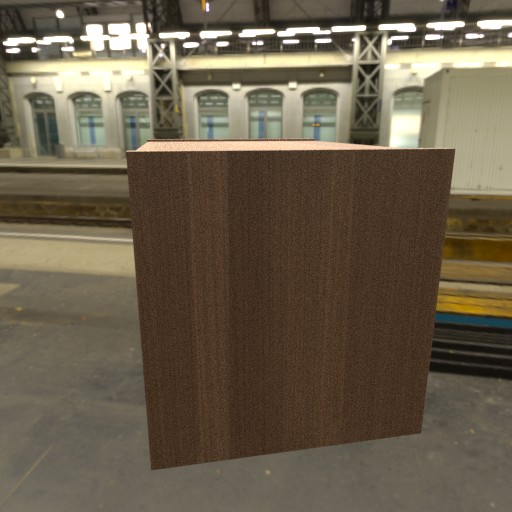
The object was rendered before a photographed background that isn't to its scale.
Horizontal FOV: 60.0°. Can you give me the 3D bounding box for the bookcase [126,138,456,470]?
[{"bbox_3d":[0.000,0.000,0.615,0.290,0.305,0.415,-3,16,-11],"label":"bookcase"}]
